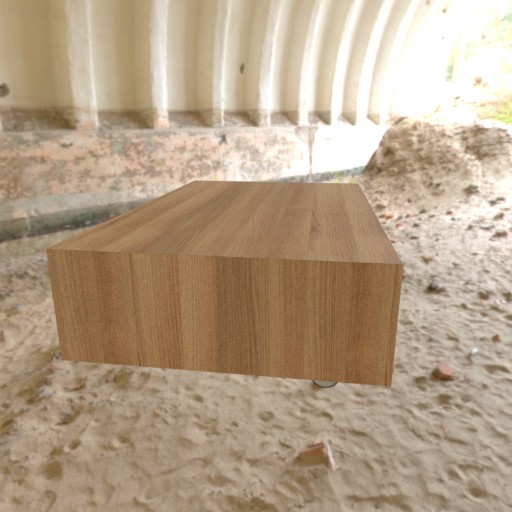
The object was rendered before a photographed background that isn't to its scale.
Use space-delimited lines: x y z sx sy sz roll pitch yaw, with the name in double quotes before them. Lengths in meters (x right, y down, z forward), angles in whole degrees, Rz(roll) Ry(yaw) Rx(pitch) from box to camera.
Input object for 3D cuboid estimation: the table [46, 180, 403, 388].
"table" 0.000 0.000 1.419 0.700 0.330 1.100 2 17 8
